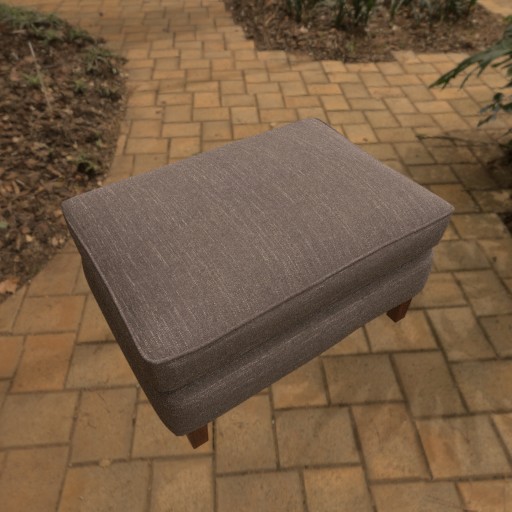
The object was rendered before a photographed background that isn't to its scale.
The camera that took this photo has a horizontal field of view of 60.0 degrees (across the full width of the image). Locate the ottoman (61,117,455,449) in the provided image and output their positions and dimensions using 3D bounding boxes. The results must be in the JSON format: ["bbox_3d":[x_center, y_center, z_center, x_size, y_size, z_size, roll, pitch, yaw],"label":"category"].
[{"bbox_3d":[0.000,0.000,0.999,0.686,0.406,0.508,-25,50,-23],"label":"ottoman"}]
